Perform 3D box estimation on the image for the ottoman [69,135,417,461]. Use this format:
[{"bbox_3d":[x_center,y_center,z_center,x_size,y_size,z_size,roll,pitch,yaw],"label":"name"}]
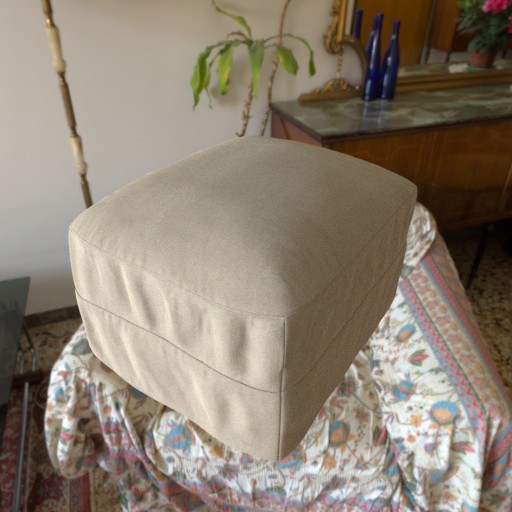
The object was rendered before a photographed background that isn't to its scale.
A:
[{"bbox_3d":[0.000,0.000,1.091,0.584,0.480,0.712,20,37,28],"label":"ottoman"}]
